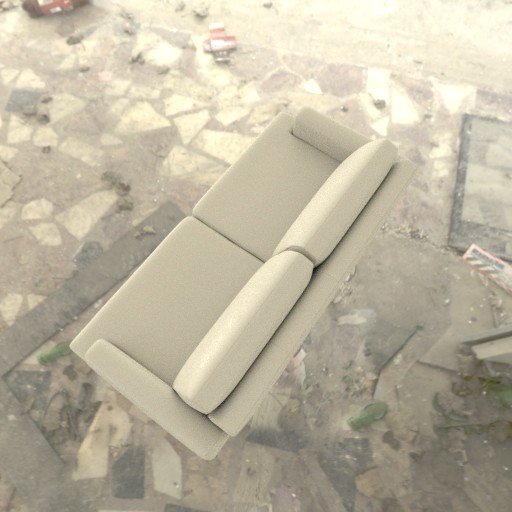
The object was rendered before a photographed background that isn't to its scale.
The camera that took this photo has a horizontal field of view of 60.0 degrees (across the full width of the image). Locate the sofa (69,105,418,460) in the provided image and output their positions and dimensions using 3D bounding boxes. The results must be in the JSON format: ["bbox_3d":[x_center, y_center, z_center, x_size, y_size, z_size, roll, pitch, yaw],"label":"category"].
[{"bbox_3d":[0.000,0.000,2.437,0.974,0.765,1.940,33,69,14],"label":"sofa"}]
